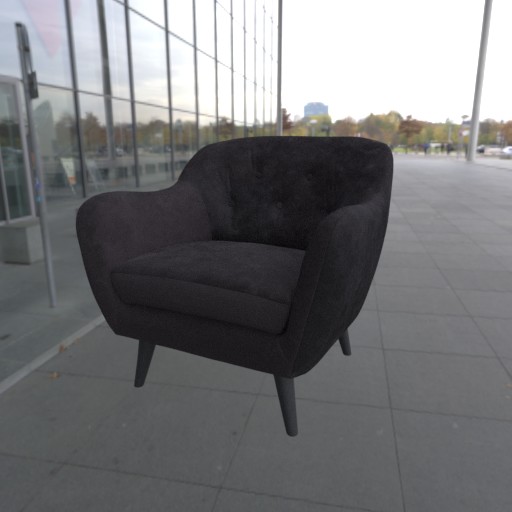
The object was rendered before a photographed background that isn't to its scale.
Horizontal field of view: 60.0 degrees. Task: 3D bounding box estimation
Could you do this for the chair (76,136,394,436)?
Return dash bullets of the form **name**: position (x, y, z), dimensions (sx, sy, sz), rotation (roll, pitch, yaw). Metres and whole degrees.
- **chair**: position (0.000, 0.000, 1.516), dimensions (0.840, 0.807, 0.819), rotation (7, 16, 26)
